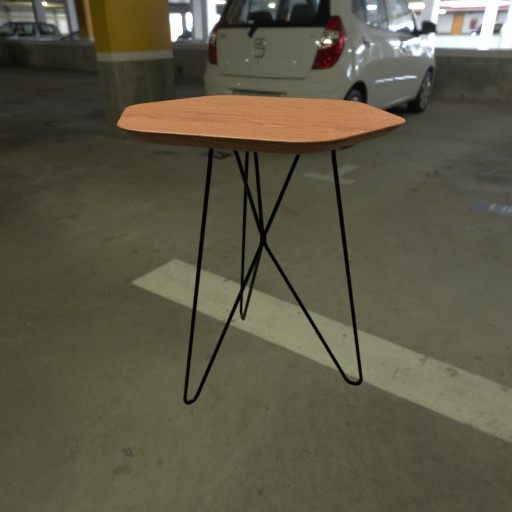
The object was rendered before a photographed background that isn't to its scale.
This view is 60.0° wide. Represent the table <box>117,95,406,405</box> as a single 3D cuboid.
[{"bbox_3d":[0.000,0.000,0.899,0.500,0.562,0.400,8,28,16],"label":"table"}]
